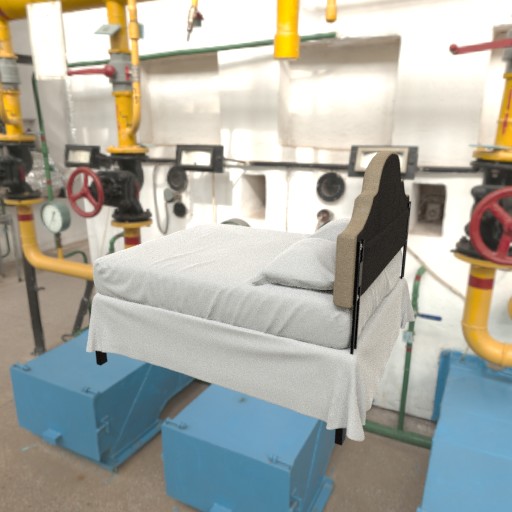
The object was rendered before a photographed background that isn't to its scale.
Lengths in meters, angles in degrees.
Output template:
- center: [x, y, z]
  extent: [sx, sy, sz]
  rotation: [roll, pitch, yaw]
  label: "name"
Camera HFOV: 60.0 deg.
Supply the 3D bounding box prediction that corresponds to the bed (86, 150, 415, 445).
- center: [0.000, 0.000, 3.441]
  extent: [2.222, 1.634, 1.780]
  rotation: [8, 18, 27]
  label: "bed"
